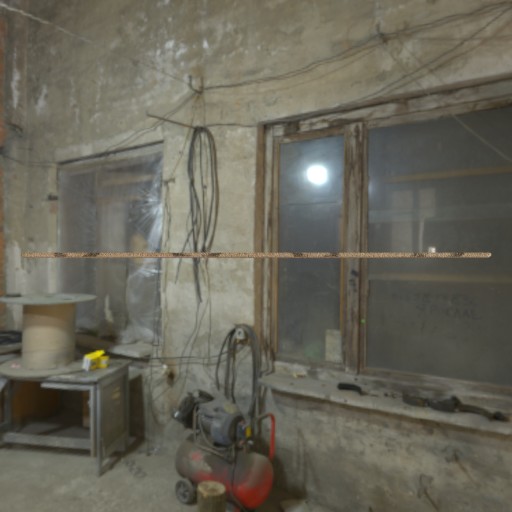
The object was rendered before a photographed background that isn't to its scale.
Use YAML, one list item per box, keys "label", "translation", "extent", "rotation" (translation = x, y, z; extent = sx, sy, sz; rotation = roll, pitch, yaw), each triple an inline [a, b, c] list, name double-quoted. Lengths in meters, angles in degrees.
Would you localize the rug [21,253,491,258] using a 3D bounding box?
- label: "rug"
  translation: [0.000, 0.000, 2.943]
  extent: [2.348, 0.024, 1.501]
  rotation: [0, 0, 0]
